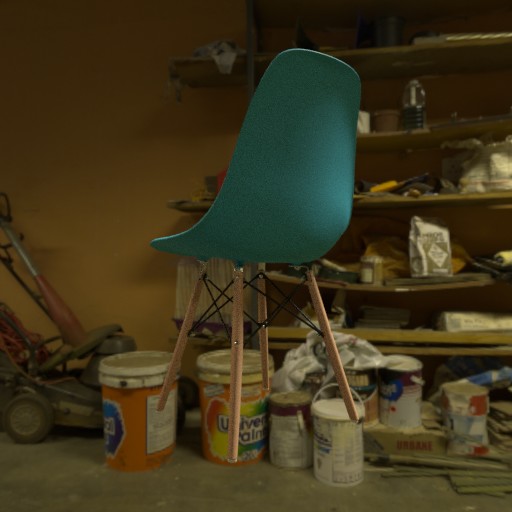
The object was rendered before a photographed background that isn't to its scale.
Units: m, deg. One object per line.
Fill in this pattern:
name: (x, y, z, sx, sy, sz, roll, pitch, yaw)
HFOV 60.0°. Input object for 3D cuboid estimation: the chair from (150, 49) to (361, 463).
chair: (0.000, 0.000, 1.132, 0.470, 0.826, 0.531, 1, -1, -37)
